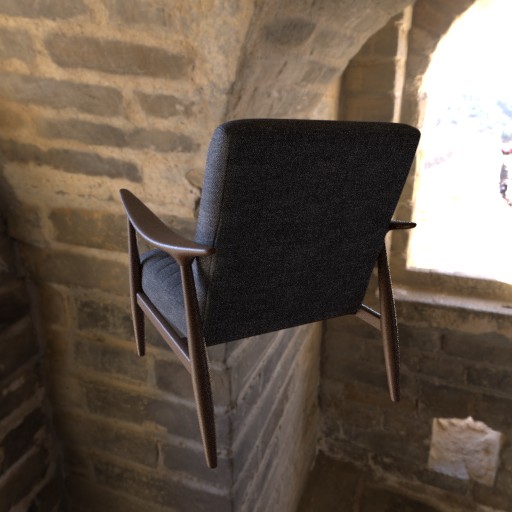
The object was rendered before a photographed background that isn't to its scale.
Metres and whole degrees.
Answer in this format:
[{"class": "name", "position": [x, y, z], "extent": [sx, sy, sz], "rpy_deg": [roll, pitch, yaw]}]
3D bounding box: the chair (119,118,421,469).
[{"class": "chair", "position": [0.000, 0.000, 1.435], "extent": [0.741, 0.832, 0.798], "rpy_deg": [-8, 18, -26]}]
